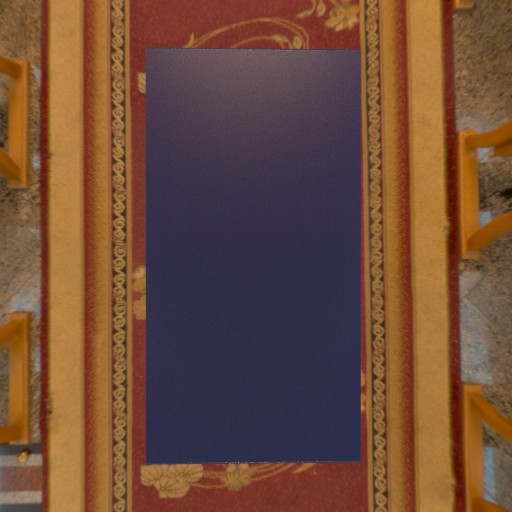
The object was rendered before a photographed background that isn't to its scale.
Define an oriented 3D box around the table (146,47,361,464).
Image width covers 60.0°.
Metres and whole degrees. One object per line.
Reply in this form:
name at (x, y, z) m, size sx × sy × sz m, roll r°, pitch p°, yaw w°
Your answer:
table at (0.000, 0.000, 1.361) m, size 0.572 × 0.457 × 1.067 m, roll 0°, pitch 90°, yaw -1°
